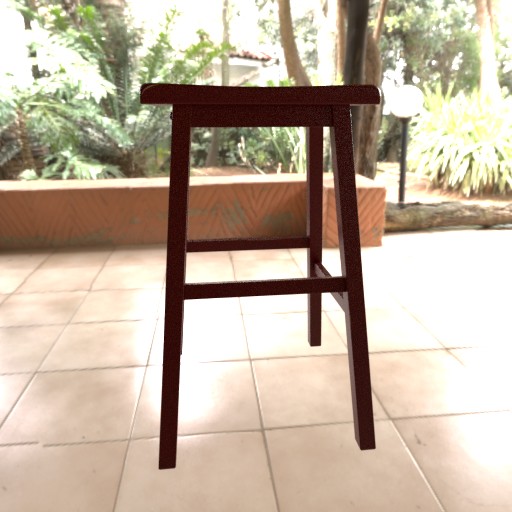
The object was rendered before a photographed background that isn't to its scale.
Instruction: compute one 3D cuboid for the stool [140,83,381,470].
[{"bbox_3d":[0.000,0.000,1.032,0.457,0.737,0.476,-2,18,-7],"label":"stool"}]
